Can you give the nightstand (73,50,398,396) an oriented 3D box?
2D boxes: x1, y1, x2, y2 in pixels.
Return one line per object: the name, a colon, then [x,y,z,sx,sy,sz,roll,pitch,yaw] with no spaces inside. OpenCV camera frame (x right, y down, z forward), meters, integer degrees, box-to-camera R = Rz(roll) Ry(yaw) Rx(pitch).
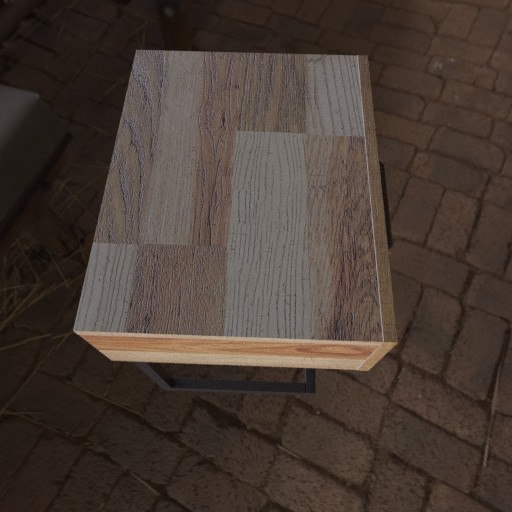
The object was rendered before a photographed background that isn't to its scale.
nightstand: [0.000,0.000,1.008,0.481,0.632,0.558,2,64,1]
